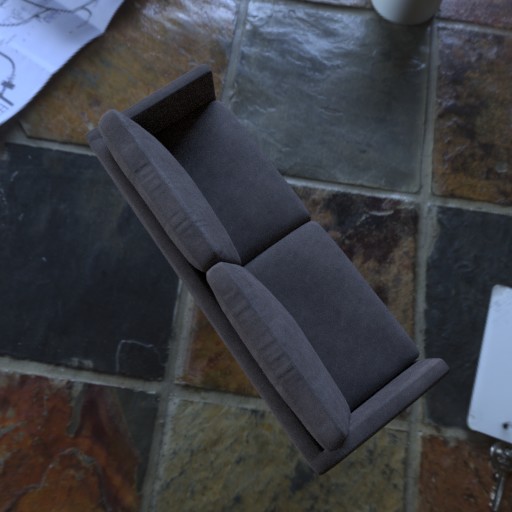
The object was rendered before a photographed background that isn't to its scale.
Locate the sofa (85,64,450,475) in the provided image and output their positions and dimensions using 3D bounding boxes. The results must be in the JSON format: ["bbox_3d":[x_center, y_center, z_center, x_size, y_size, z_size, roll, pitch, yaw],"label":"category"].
[{"bbox_3d":[0.000,0.000,2.846,0.951,0.965,2.434,-35,78,-9],"label":"sofa"}]
